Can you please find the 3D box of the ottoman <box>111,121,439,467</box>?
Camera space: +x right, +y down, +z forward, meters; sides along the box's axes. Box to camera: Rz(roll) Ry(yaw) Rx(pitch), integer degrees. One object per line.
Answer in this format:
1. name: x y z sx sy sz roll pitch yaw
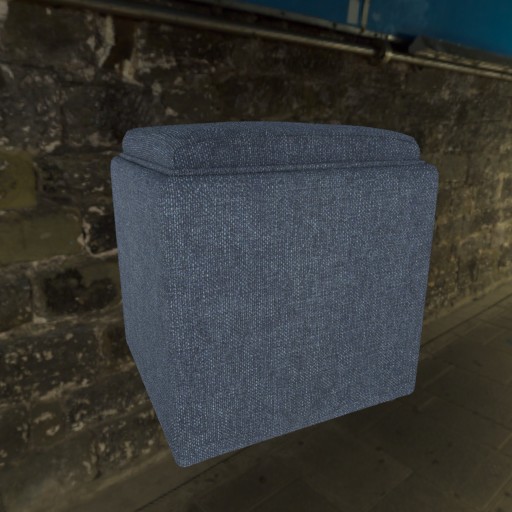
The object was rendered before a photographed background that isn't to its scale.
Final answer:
1. ottoman: 0.000 0.000 0.849 0.454 0.493 0.436 -8 18 -24
